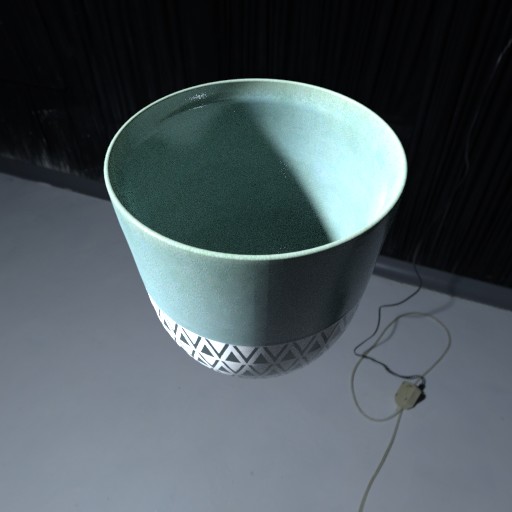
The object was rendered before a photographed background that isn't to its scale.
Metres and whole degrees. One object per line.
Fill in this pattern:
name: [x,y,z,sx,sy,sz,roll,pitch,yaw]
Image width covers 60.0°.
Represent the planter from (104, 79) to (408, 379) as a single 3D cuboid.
planter: [0.000,0.000,0.375,0.198,0.214,0.198,0,48,0]
